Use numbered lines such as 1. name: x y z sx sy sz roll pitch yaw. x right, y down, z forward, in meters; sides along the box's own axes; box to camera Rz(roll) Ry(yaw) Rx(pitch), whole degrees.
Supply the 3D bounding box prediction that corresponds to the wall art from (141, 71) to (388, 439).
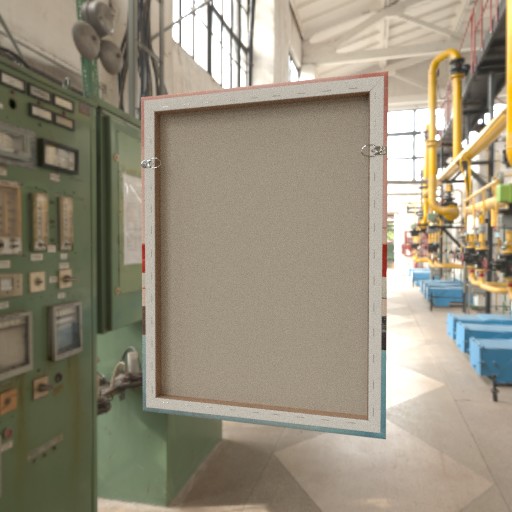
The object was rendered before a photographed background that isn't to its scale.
1. wall art: 0.000 0.000 1.343 0.761 1.016 0.039 0 1 16
